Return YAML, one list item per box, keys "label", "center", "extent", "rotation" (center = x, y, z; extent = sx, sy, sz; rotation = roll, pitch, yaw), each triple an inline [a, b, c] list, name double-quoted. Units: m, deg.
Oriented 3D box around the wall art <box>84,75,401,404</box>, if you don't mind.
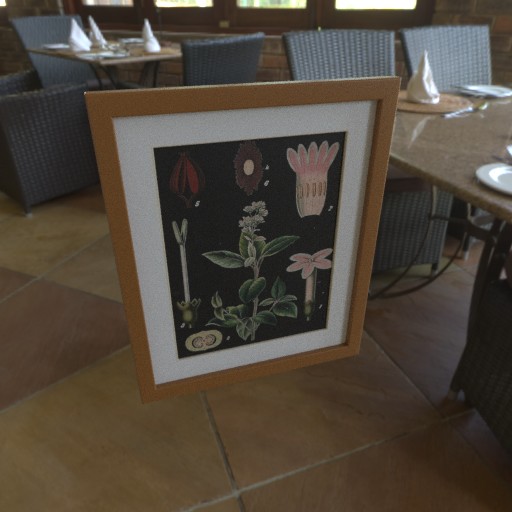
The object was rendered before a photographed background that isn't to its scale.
- label: "wall art"
  center: [0.000, 0.000, 0.750]
  extent: [0.449, 0.550, 0.021]
  rotation: [-9, 31, -15]
